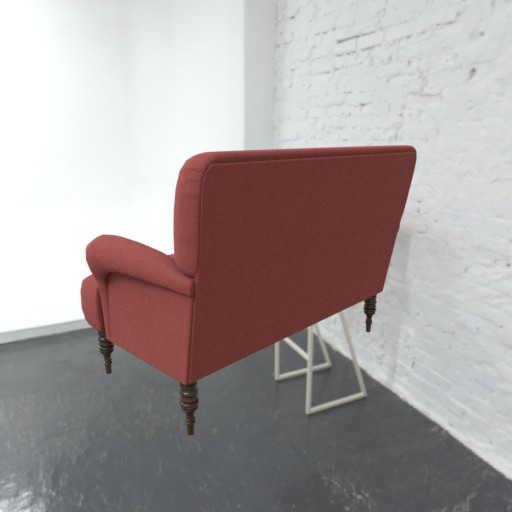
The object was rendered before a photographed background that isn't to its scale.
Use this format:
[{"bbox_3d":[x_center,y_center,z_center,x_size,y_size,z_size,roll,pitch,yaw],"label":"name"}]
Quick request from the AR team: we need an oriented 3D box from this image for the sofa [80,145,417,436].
[{"bbox_3d":[0.000,0.000,1.838,0.779,0.889,1.297,15,21,43],"label":"sofa"}]
